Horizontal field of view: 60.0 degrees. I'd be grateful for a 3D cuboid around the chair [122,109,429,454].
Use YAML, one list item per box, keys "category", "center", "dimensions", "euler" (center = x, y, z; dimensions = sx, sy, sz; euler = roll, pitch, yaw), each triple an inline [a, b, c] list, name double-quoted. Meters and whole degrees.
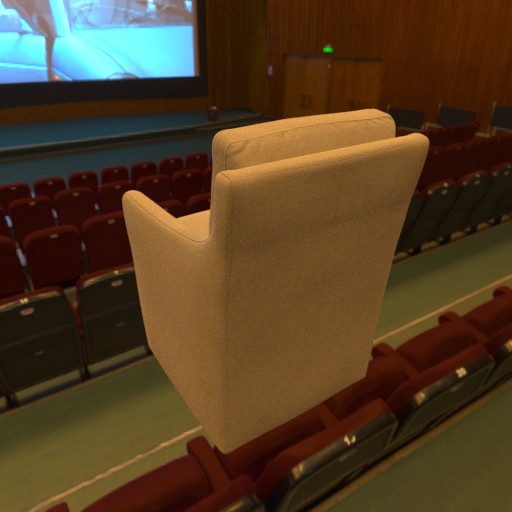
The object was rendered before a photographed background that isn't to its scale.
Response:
- category: "chair"
  center: [0.000, 0.000, 1.389]
  dimensions: [0.626, 0.914, 0.694]
  euler: [-18, 33, -29]
